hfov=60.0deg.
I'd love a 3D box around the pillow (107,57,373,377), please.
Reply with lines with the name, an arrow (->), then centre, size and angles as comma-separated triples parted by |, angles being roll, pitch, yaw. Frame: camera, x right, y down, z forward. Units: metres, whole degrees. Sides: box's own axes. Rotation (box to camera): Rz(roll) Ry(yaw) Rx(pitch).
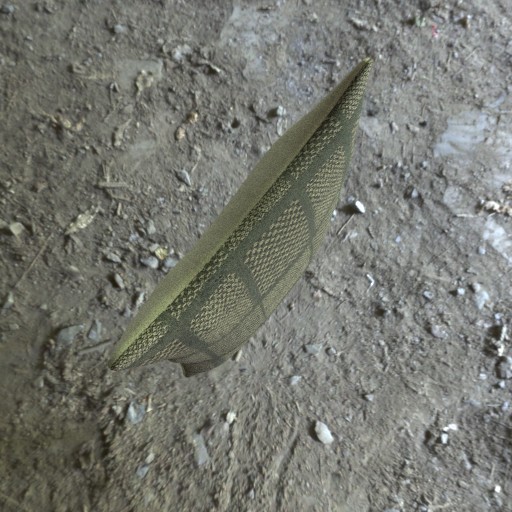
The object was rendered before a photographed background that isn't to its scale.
pillow -> 0.000, 0.000, 0.661 | 0.138, 0.432, 0.435 | 37, 78, 9
